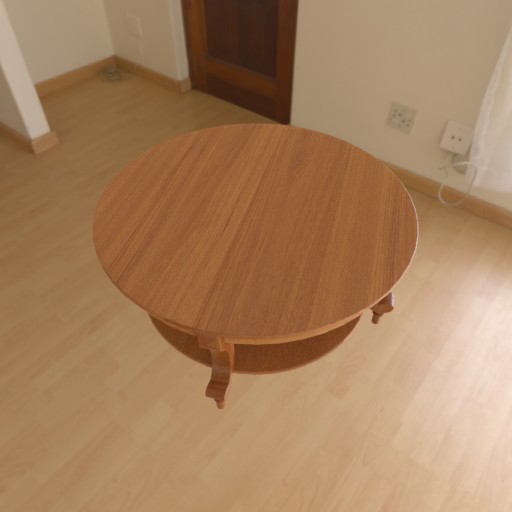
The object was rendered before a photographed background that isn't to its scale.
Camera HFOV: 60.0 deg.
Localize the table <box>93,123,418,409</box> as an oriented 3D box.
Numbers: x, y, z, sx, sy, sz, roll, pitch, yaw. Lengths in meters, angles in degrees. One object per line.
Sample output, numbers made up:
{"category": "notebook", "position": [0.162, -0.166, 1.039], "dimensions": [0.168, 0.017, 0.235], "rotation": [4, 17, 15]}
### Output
{"category": "table", "position": [0.000, 0.000, 1.609], "dimensions": [1.029, 0.490, 1.029], "rotation": [0, 46, 0]}
